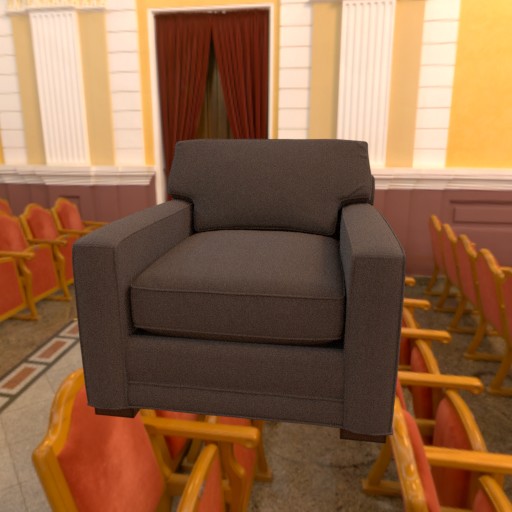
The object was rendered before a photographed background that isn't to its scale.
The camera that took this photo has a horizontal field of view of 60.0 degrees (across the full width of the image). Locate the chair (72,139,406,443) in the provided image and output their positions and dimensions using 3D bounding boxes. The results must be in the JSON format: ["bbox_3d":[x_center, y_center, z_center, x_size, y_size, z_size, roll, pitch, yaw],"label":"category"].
[{"bbox_3d":[0.000,0.000,1.784,0.997,0.913,1.043,2,15,9],"label":"chair"}]
